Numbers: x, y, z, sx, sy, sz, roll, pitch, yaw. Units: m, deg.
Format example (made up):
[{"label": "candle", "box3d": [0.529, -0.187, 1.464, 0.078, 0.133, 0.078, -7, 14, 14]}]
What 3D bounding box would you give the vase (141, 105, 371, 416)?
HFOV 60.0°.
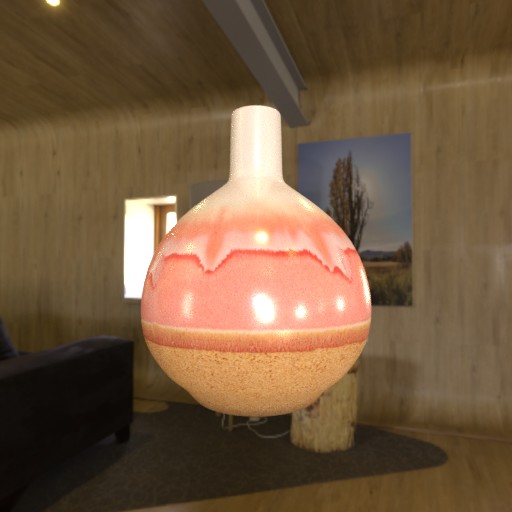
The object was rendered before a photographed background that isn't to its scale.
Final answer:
[{"label": "vase", "box3d": [0.000, 0.000, 0.272, 0.137, 0.176, 0.137, 0, -1, 0]}]
